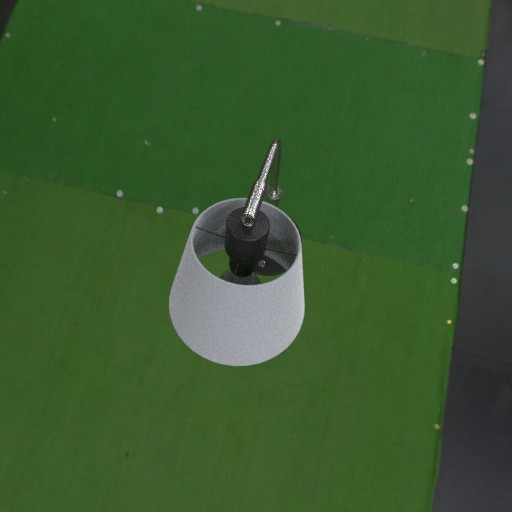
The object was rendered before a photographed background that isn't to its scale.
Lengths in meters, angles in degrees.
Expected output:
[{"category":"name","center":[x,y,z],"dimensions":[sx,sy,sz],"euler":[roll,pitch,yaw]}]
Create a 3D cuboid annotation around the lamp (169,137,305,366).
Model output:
[{"category":"lamp","center":[0.000,0.000,0.707],"dimensions":[0.181,0.539,0.348],"euler":[15,76,4]}]
